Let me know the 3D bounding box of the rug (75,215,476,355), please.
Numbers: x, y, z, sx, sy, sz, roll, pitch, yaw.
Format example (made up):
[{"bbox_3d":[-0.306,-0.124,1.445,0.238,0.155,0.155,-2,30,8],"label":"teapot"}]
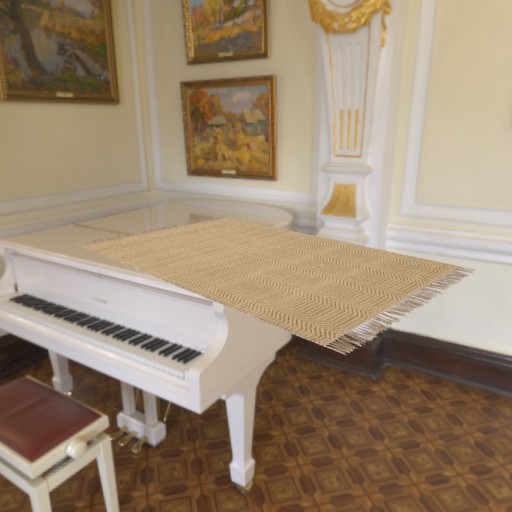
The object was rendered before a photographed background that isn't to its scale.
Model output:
[{"bbox_3d":[0.000,0.000,2.546,2.021,0.027,1.224,16,23,42],"label":"rug"}]
